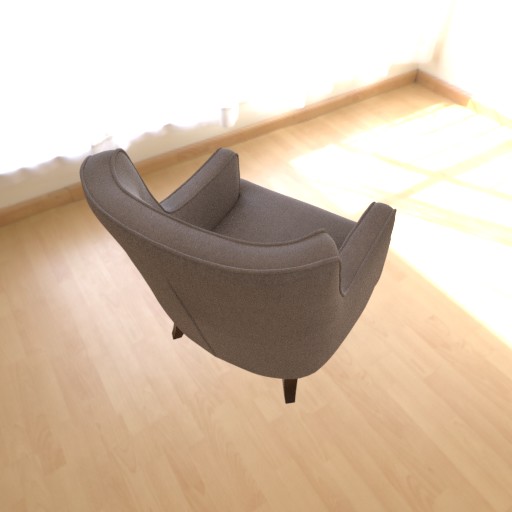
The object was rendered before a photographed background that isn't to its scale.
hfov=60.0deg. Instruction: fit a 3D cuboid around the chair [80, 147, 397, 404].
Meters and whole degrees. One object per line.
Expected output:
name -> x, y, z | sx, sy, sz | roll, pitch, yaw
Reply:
chair -> 0.000, 0.000, 1.583 | 0.781, 0.919, 0.910 | 24, 51, 21
